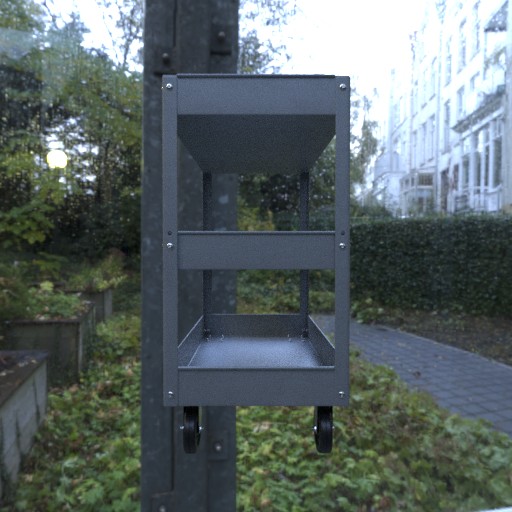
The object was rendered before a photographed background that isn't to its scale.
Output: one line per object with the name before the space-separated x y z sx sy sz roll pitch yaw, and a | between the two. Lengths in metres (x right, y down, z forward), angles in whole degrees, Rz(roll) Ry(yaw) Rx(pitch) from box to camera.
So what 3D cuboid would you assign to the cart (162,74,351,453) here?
cart | 0.000 0.000 1.181 0.366 0.780 0.719 0 1 0
